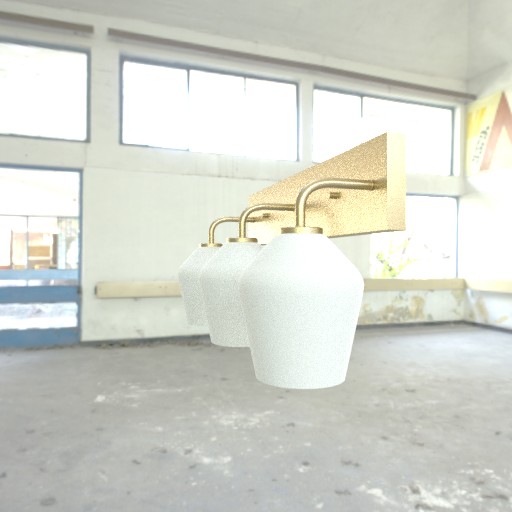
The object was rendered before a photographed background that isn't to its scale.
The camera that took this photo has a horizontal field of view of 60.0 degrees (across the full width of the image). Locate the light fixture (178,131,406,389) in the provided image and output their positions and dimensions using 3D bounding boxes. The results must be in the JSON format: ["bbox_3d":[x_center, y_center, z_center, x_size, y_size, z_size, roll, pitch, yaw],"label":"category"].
[{"bbox_3d":[0.000,0.000,0.735,0.190,0.280,0.609,0,-1,-18],"label":"light fixture"}]
